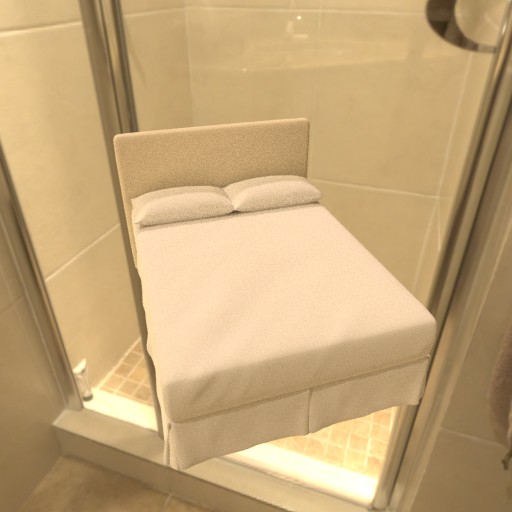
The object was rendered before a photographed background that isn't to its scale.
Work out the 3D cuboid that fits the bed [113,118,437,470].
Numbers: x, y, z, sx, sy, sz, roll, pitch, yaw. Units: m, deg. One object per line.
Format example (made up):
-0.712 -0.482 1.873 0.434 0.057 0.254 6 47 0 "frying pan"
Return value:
0.000 0.000 3.191 1.714 1.330 2.147 -10 34 -15 "bed"
